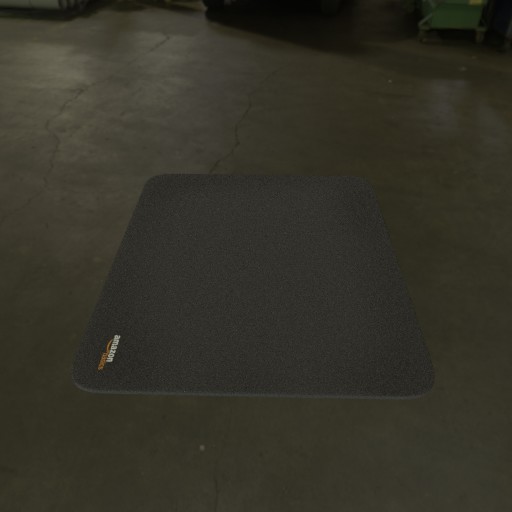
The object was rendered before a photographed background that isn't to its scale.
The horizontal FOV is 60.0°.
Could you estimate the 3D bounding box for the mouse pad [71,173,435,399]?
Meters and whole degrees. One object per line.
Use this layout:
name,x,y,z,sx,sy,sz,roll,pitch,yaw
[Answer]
mouse pad,0.000,0.000,0.323,0.203,0.003,0.229,1,40,1
